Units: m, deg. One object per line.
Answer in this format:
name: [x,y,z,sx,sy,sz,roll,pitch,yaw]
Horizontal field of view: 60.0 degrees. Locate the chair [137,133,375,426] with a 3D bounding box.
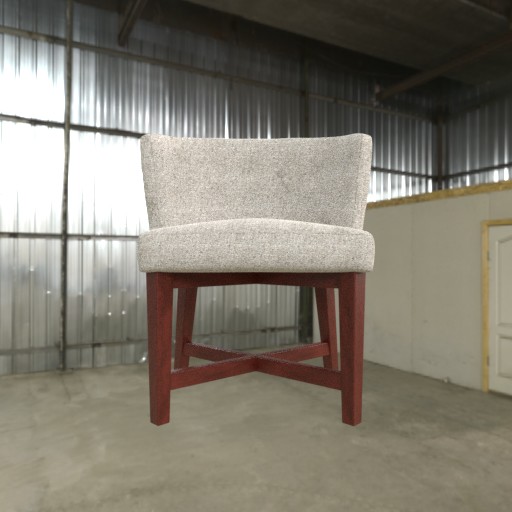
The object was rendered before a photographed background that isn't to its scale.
chair: [0.000,0.000,1.313,0.728,0.827,0.575,0,0,0]
